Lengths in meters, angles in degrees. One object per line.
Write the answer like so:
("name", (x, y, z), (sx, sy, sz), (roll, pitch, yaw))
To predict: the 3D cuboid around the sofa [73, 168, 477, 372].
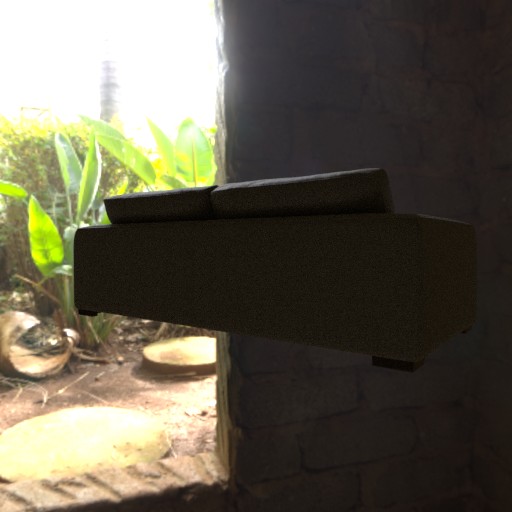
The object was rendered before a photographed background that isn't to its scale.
("sofa", (0.000, 0.000, 2.667), (2.262, 0.801, 1.070), (1, 2, 37))
